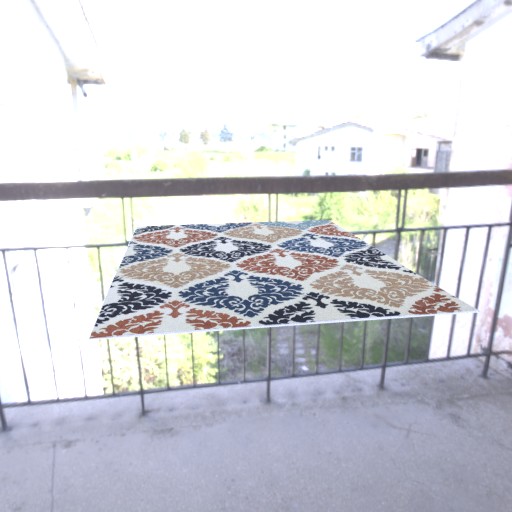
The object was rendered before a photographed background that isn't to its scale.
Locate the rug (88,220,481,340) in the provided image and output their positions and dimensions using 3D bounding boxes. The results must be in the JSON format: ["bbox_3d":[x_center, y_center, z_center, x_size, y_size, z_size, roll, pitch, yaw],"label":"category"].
[{"bbox_3d":[0.000,0.000,4.090,2.423,0.014,3.040,-3,16,-9],"label":"rug"}]
